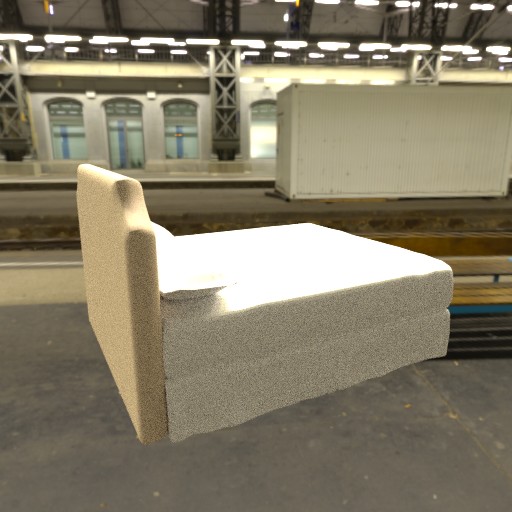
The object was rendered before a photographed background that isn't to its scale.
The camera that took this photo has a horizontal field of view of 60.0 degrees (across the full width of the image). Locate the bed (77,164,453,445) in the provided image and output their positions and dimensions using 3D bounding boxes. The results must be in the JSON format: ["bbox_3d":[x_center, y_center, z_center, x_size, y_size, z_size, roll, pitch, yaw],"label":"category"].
[{"bbox_3d":[0.000,0.000,3.772,2.548,1.524,2.134,-8,17,-27],"label":"bed"}]
